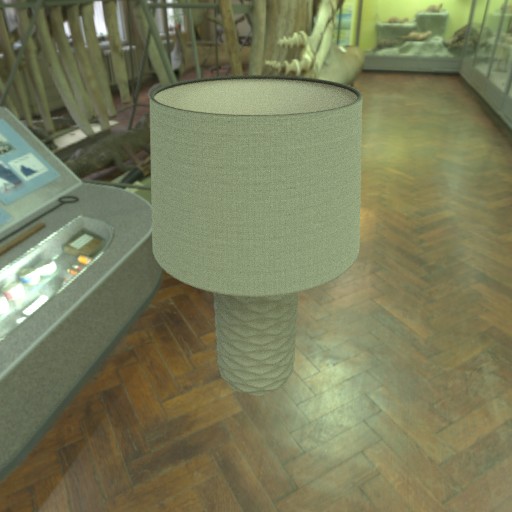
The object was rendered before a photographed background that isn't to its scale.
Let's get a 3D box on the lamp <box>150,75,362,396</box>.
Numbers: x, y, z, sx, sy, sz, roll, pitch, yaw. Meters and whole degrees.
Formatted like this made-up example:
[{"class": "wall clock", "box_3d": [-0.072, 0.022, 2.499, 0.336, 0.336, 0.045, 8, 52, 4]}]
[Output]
[{"class": "lamp", "box_3d": [0.000, 0.000, 0.840, 0.376, 0.594, 0.376, 0, 30, 0]}]
